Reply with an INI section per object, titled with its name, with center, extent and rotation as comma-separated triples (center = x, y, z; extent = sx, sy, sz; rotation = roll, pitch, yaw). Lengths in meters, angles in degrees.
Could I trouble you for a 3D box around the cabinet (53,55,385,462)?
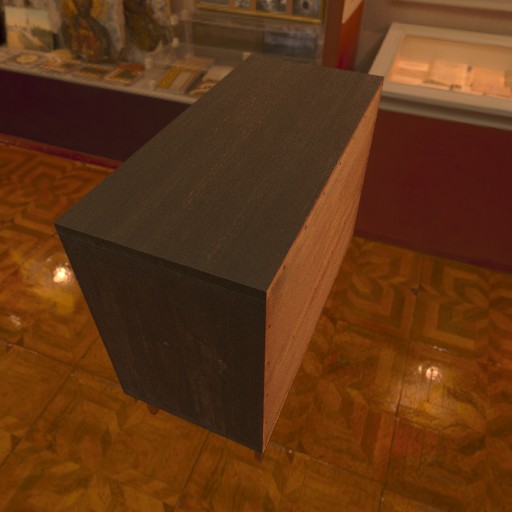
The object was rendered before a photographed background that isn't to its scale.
[cabinet]
center = 0.000, 0.000, 1.411
extent = 0.451, 0.860, 0.950
rotation = 17, 47, 16
